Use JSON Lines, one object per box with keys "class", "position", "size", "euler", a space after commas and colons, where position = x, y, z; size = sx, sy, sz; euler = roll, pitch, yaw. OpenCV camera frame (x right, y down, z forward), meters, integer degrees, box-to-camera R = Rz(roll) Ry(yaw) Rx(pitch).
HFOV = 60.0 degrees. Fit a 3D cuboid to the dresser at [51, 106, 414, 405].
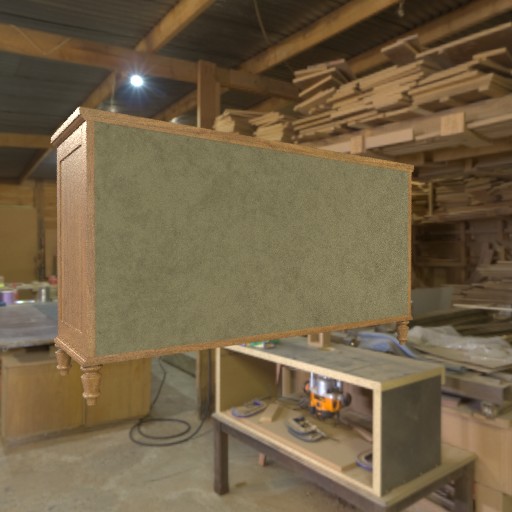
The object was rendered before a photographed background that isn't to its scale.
{"class": "dresser", "position": [0.000, 0.000, 1.945], "size": [1.583, 0.892, 0.468], "euler": [-1, 1, -35]}
